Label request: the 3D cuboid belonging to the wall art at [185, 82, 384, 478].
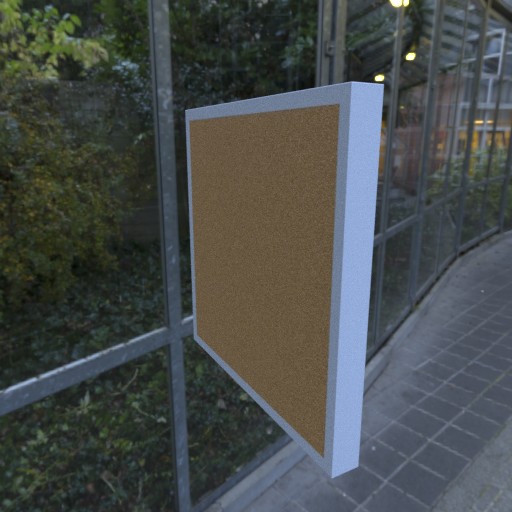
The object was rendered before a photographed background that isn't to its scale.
[{"bbox_3d":[0.000,0.000,0.614,0.038,0.406,0.406,-8,16,-28],"label":"wall art"}]
